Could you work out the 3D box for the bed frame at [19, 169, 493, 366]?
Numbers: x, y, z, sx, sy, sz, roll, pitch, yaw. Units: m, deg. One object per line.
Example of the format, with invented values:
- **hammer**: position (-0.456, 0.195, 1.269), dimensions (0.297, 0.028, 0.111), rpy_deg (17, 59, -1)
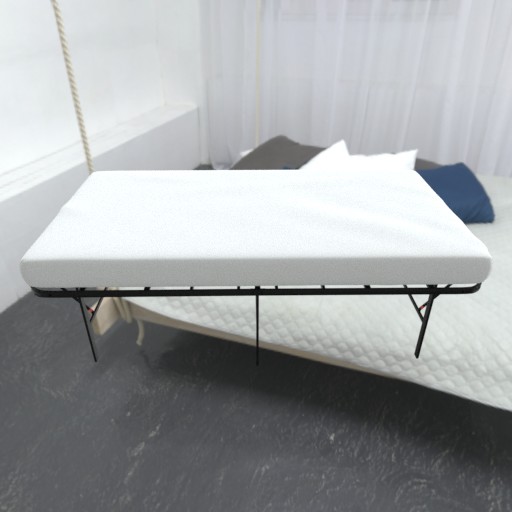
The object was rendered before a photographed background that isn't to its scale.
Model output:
- **bed frame**: position (0.000, 0.000, 2.288), dimensions (1.903, 0.619, 0.989), rpy_deg (0, 32, -1)
